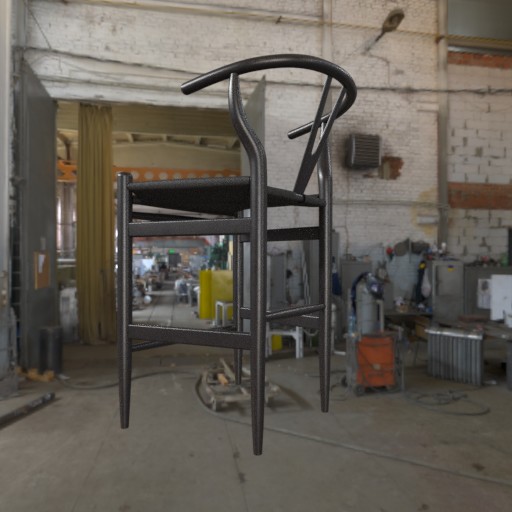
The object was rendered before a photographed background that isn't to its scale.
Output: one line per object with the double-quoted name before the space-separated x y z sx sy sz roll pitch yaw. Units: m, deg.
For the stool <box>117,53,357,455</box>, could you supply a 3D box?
"stool" 0.000 0.000 1.314 0.579 0.970 0.569 0 0 35
